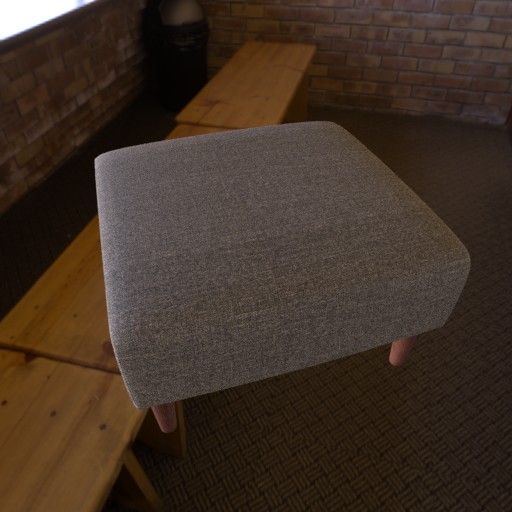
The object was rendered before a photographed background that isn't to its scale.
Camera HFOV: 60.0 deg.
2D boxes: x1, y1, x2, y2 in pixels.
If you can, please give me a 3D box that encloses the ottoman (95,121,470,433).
[{"bbox_3d":[0.000,0.000,1.059,0.655,0.399,0.648,-12,43,-13],"label":"ottoman"}]
